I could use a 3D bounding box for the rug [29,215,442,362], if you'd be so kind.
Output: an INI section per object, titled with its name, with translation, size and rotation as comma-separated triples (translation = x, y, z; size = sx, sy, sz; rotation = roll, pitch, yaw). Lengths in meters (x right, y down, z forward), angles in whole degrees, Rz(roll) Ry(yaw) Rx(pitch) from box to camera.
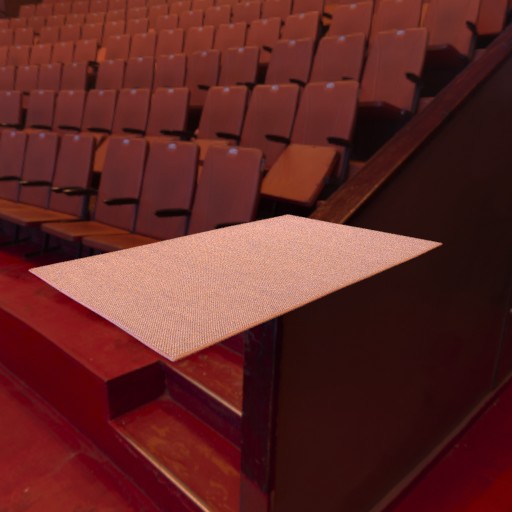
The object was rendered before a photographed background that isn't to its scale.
[rug]
translation = 0.000, 0.000, 2.091
size = 1.678, 0.013, 1.078
rotation = -16, 23, -43
